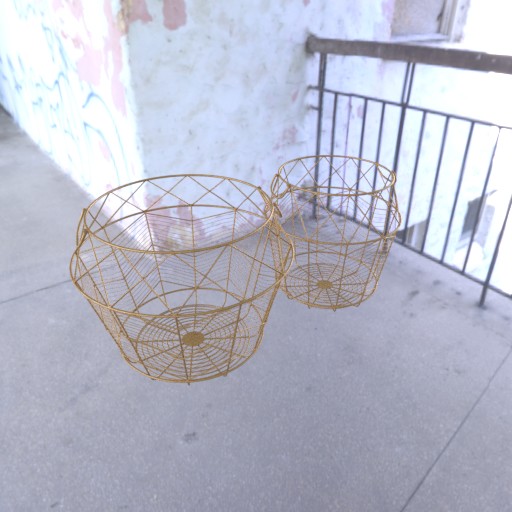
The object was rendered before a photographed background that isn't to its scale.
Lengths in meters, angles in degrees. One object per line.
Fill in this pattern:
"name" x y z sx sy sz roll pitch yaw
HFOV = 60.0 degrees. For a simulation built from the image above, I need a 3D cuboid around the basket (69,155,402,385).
"basket" 0.000 0.000 1.041 0.805 0.343 0.451 -19 35 -29
